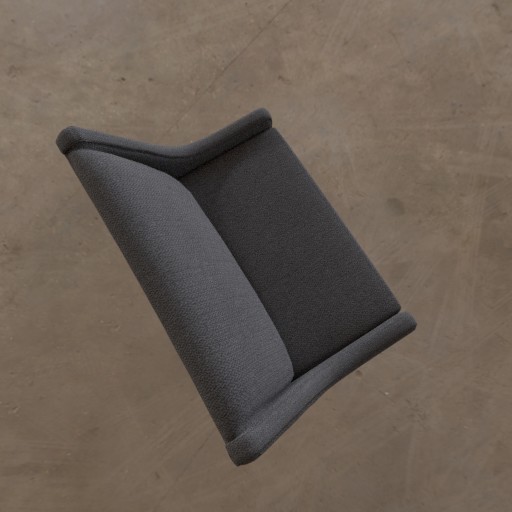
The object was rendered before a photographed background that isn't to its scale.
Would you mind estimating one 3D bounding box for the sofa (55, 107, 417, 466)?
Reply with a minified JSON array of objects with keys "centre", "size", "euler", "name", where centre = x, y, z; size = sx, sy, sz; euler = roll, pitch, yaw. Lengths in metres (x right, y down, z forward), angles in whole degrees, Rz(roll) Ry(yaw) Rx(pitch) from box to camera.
[{"centre":[0.000,0.000,1.891],"size":[0.873,1.022,1.242],"euler":[-31,77,-8],"name":"sofa"}]
